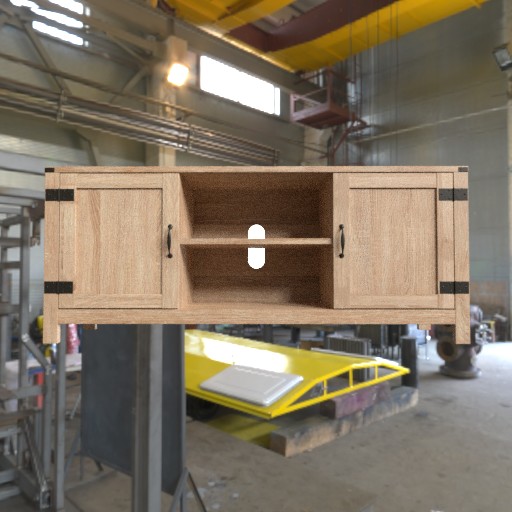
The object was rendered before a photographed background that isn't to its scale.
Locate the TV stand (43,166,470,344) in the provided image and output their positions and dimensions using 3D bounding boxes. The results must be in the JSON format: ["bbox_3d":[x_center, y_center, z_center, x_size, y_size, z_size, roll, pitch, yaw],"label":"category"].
[{"bbox_3d":[0.000,0.000,1.698,1.466,0.610,0.398,0,-2,0],"label":"TV stand"}]
